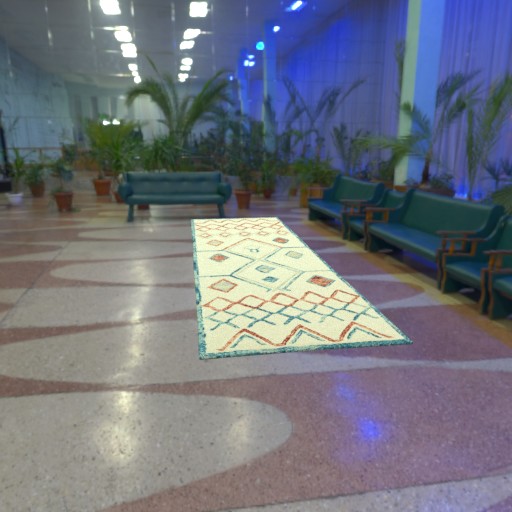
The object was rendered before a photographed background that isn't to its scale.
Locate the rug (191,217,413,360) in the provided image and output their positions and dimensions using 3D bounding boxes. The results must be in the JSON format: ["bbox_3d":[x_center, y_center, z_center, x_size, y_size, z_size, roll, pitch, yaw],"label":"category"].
[{"bbox_3d":[0.000,0.000,2.664,0.750,0.011,2.435,-2,16,-8],"label":"rug"}]
